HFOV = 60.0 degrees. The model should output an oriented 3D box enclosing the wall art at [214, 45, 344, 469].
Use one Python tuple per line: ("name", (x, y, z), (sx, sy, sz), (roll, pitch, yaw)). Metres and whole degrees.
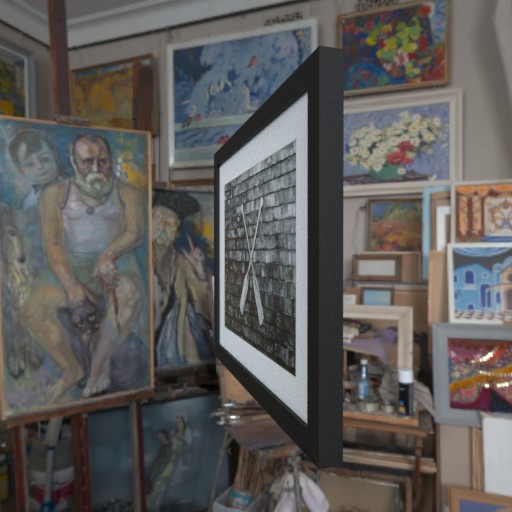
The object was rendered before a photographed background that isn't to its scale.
("wall art", (0.000, 0.000, 0.748), (0.029, 0.457, 0.558), (0, 1, -17))
